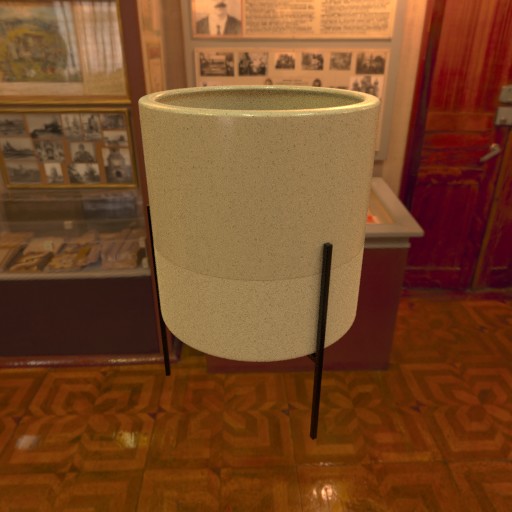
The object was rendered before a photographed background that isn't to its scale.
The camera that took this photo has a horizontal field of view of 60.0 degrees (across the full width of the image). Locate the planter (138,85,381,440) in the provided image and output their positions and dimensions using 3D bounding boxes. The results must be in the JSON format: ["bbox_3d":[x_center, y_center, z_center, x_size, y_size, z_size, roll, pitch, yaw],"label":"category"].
[{"bbox_3d":[0.000,0.000,0.693,0.323,0.475,0.314,0,26,0],"label":"planter"}]
